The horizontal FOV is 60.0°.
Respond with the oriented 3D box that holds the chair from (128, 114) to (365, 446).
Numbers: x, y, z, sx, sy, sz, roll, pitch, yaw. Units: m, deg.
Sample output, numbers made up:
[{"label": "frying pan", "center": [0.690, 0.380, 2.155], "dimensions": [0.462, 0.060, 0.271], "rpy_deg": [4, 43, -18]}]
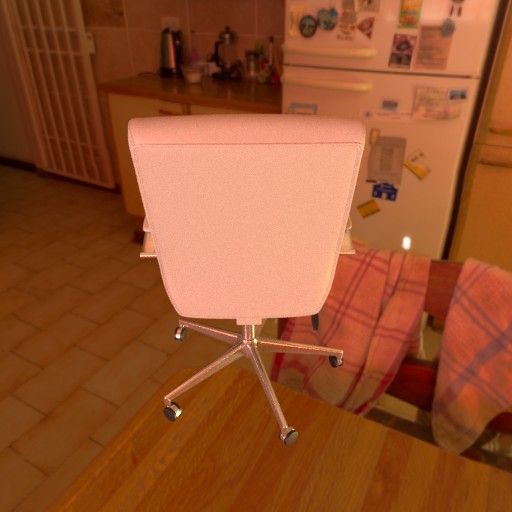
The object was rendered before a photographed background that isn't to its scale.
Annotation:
[{"label": "chair", "center": [0.000, 0.000, 1.557], "dimensions": [0.727, 1.099, 0.745], "rpy_deg": [-1, 31, -1]}]
